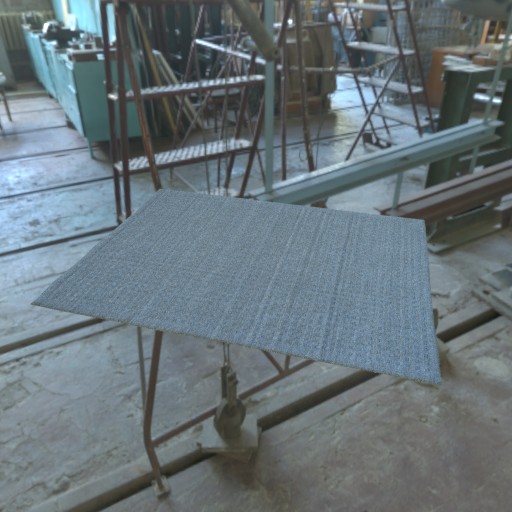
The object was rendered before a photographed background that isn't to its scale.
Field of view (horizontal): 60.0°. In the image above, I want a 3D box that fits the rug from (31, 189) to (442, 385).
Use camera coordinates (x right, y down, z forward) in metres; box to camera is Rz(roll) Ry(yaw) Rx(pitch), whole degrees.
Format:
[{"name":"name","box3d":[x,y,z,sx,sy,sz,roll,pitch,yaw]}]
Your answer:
[{"name":"rug","box3d":[0.000,0.000,4.261,3.200,0.007,2.443,8,33,13]}]
